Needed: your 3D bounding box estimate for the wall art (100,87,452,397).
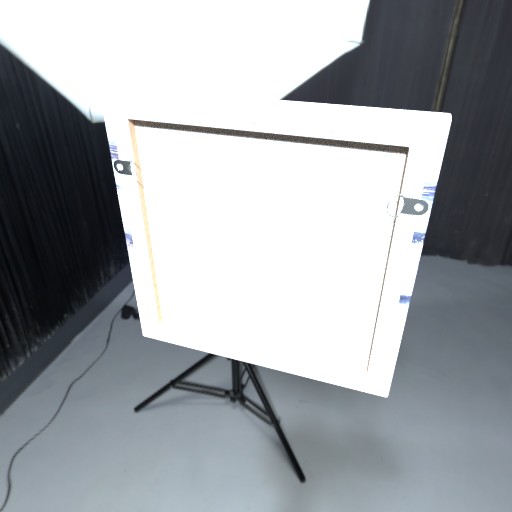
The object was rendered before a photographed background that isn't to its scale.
[{"bbox_3d":[0.000,0.000,1.108,0.755,0.747,0.065,10,33,16],"label":"wall art"}]
